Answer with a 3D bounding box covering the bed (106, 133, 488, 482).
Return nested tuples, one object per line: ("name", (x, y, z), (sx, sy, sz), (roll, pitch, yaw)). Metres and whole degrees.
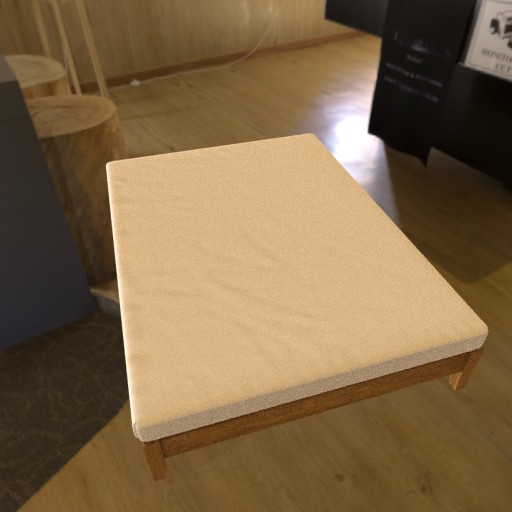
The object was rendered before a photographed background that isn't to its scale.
("bed", (0.000, 0.000, 2.594), (1.536, 0.431, 2.016), (-11, 42, -13))
